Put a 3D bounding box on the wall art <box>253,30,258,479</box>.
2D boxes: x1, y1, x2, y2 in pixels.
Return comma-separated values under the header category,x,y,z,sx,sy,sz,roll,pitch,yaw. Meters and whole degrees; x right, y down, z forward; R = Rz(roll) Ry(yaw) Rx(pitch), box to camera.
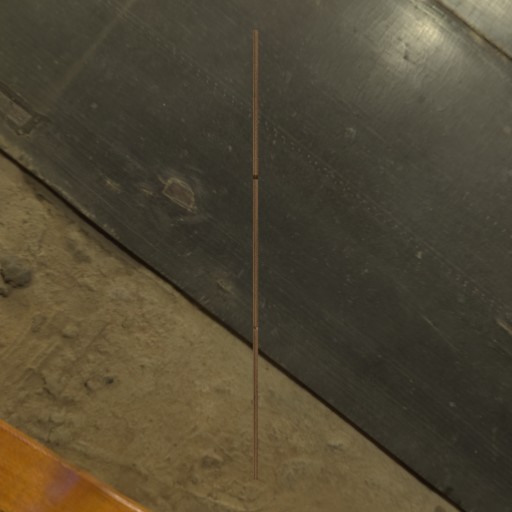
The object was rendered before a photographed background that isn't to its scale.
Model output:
category,x,y,z,sx,sy,sz,roll,pitch,yaw
wall art,0.000,0.000,1.363,0.010,0.917,0.919,0,89,0
